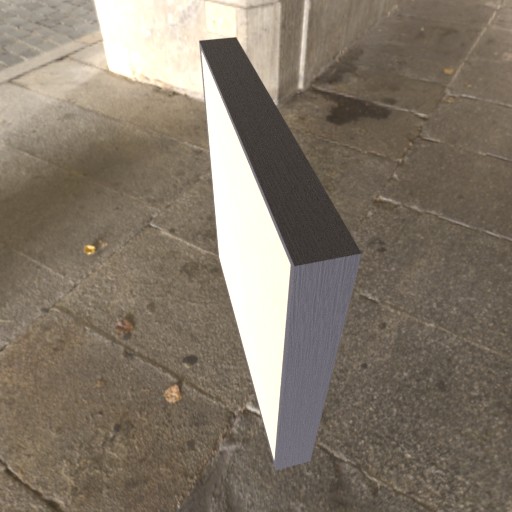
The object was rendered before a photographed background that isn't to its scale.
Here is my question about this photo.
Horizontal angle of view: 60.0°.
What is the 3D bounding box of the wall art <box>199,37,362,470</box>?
[{"bbox_3d":[0.000,0.000,0.435,0.036,0.300,0.302,-10,47,-10],"label":"wall art"}]
